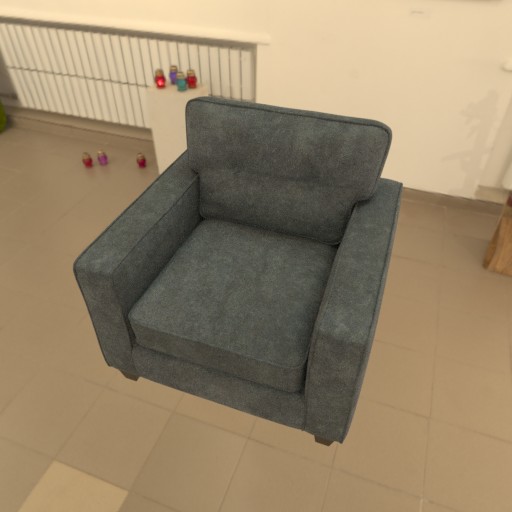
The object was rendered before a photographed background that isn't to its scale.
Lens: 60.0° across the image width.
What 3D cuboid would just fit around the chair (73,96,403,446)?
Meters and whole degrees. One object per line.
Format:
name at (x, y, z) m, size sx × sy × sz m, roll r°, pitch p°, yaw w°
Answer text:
chair at (0.000, 0.000, 1.771) m, size 1.015 × 0.965 × 0.939 m, roll 13°, pitch 43°, yaw 15°
